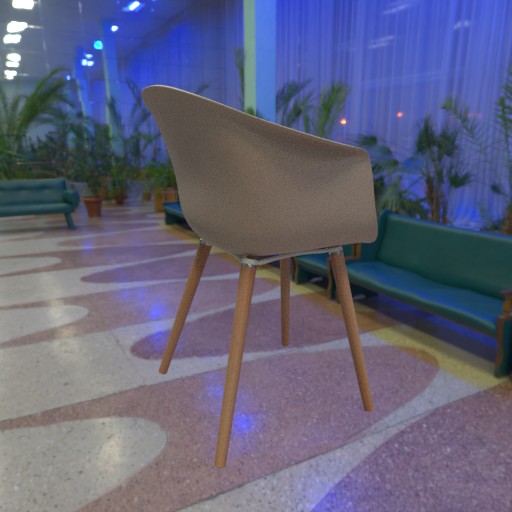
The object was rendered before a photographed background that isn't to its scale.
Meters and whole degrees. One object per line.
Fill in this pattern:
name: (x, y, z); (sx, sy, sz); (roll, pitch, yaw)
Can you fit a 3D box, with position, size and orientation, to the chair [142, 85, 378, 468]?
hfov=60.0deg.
chair: (0.000, 0.000, 1.121); (0.504, 0.781, 0.593); (-8, 17, -26)
